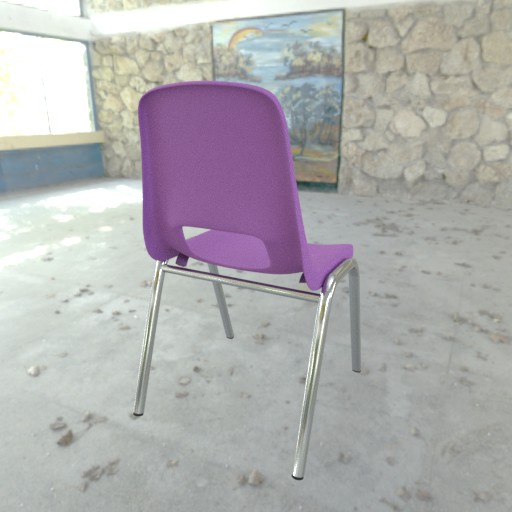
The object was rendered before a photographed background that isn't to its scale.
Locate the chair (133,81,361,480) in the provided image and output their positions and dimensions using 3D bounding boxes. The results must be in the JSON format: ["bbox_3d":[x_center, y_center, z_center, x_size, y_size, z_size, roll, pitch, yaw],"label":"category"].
[{"bbox_3d":[0.000,0.000,0.690,0.291,0.493,0.301,9,20,26],"label":"chair"}]
